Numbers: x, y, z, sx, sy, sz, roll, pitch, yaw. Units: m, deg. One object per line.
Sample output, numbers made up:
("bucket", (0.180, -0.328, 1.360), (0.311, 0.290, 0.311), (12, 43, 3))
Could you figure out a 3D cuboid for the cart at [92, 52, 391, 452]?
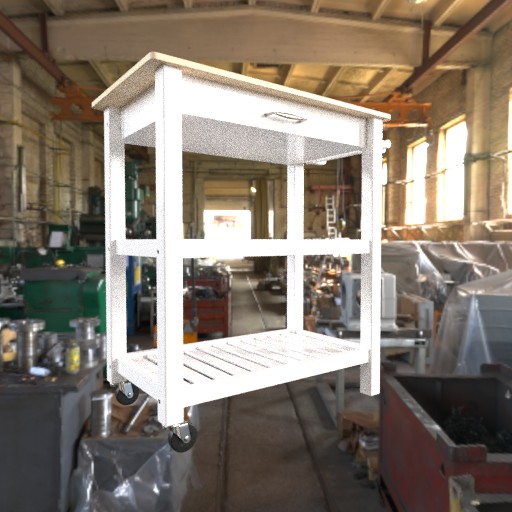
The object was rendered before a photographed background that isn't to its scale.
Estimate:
("cart", (0.000, 0.000, 1.431), (0.899, 0.927, 0.457), (-1, 2, -36))
